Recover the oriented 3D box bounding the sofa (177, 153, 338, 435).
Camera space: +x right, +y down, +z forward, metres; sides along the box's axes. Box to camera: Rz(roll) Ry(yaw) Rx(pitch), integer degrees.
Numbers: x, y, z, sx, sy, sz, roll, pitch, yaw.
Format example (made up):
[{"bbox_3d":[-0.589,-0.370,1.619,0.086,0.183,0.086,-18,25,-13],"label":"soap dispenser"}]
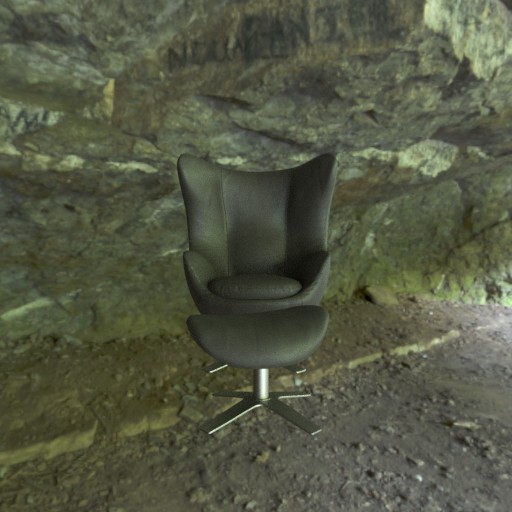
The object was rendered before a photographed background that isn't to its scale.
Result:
[{"bbox_3d":[0.000,0.000,2.161,0.894,1.135,1.444,0,2,1],"label":"sofa"}]
